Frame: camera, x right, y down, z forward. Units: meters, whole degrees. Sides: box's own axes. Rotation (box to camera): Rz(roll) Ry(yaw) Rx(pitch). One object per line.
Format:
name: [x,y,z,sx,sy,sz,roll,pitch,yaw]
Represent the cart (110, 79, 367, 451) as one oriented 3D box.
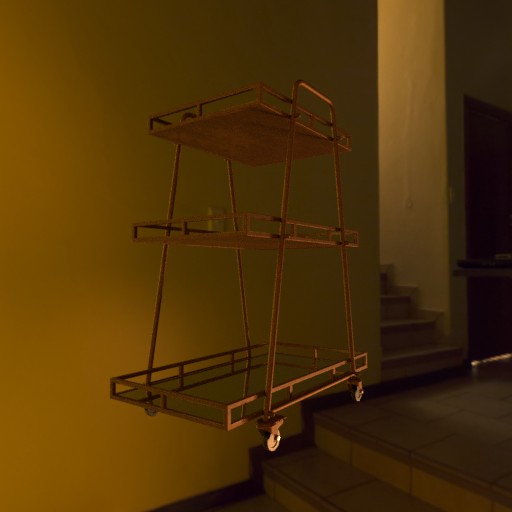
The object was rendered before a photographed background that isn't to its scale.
cart: [0.000,0.000,1.288,0.441,0.883,0.711,-1,-2,36]
